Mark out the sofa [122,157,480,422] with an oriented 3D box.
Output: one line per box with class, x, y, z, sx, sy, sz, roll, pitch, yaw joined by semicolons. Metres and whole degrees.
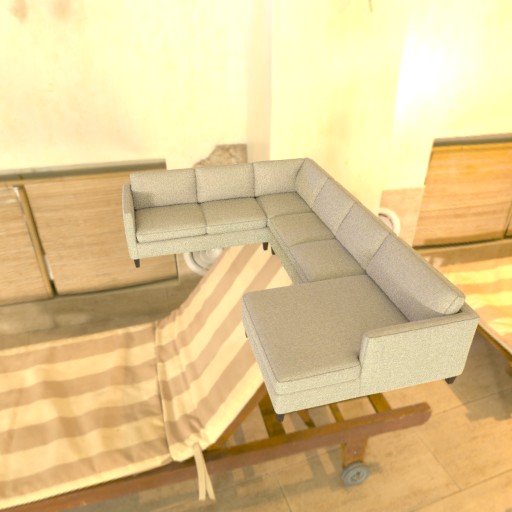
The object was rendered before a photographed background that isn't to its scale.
sofa;0.000;0.000;4.463;2.551;0.889;3.403;-8;32;-13
